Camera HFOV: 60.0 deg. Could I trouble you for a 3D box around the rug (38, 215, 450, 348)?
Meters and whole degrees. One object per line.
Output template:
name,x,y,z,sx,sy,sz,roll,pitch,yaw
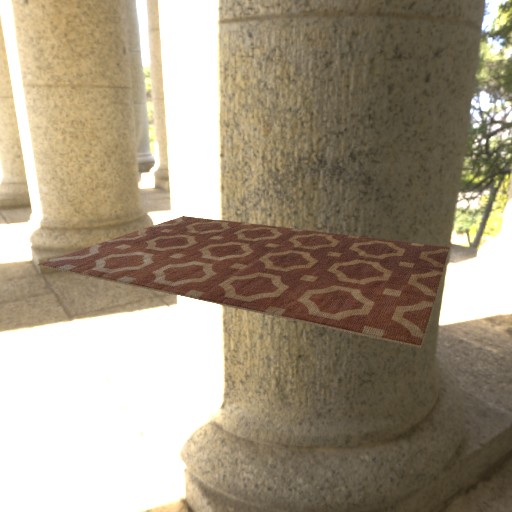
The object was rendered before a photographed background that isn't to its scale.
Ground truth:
rug,0.000,0.000,2.948,2.286,0.016,1.555,9,20,25
